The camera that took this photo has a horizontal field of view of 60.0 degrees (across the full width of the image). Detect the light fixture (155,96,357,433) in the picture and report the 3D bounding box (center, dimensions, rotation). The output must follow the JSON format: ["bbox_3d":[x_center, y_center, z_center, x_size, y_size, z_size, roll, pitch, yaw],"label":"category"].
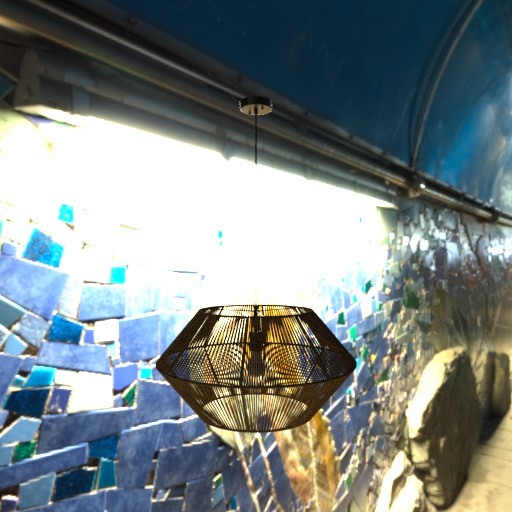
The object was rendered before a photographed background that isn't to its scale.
[{"bbox_3d":[0.000,0.000,1.446,0.643,1.009,0.643,0,-1,0],"label":"light fixture"}]
